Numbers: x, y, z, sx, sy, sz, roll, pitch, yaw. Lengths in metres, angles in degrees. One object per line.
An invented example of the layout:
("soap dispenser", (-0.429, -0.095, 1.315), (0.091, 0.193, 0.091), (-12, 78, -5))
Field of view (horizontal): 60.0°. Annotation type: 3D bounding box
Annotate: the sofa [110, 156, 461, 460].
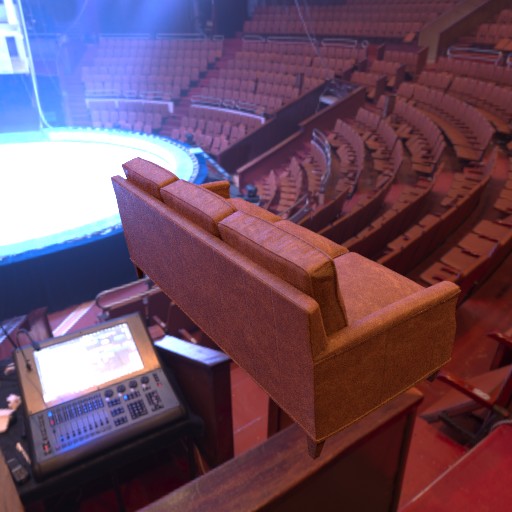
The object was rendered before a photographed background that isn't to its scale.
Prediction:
("sofa", (0.000, 0.000, 2.831), (1.084, 1.003, 2.246), (-17, 31, -31))
